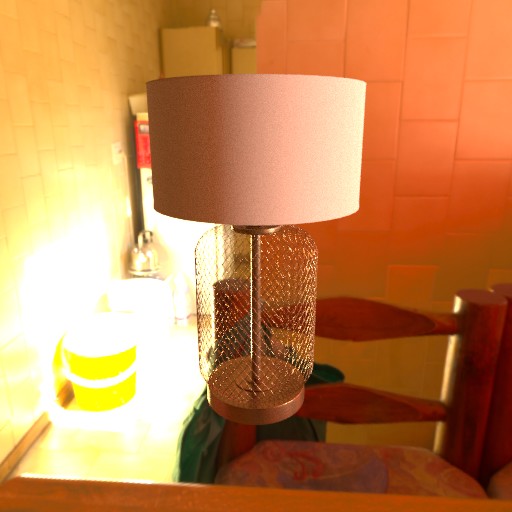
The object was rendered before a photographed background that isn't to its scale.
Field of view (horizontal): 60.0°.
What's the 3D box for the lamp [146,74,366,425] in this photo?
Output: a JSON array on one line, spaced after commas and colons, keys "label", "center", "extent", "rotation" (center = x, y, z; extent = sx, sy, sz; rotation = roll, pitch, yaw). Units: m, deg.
[{"label": "lamp", "center": [0.000, 0.000, 0.805], "extent": [0.353, 0.578, 0.353], "rotation": [0, 16, 0]}]
